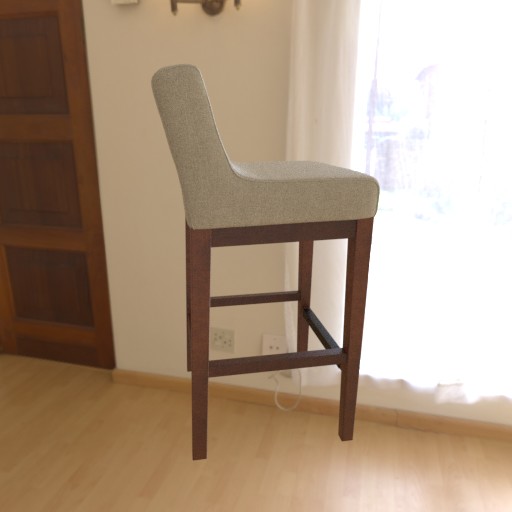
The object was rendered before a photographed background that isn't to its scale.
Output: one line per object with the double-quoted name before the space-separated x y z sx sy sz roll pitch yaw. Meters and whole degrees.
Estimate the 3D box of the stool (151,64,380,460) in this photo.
"stool" 0.000 0.000 1.239 0.500 0.937 0.511 -3 17 -10
